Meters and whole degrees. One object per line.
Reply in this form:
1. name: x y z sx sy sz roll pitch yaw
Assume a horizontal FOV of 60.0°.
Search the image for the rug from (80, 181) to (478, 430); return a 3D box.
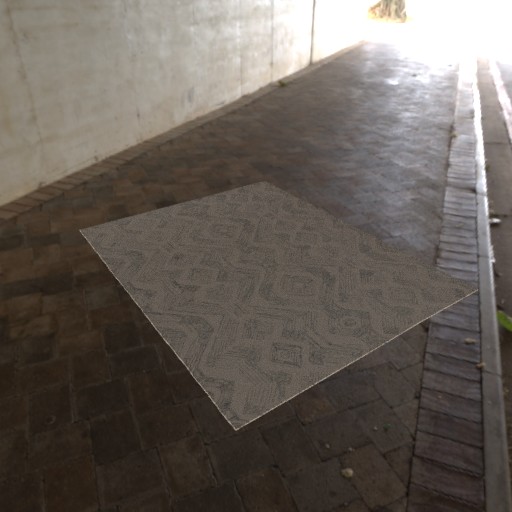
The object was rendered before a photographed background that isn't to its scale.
1. rug: 0.000 0.000 4.194 2.430 0.030 3.054 -20 36 -30
